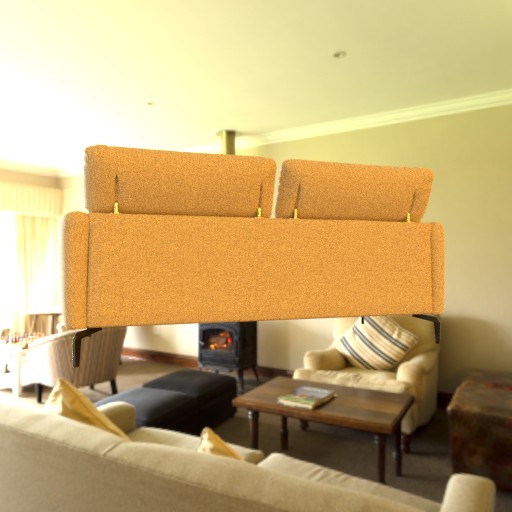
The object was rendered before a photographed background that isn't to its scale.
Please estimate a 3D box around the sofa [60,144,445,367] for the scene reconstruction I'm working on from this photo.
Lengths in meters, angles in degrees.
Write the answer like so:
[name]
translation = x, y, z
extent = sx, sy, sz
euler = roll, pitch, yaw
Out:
[sofa]
translation = 0.000, 0.000, 2.526
extent = 2.015, 0.956, 0.856
euler = 0, -1, -17
